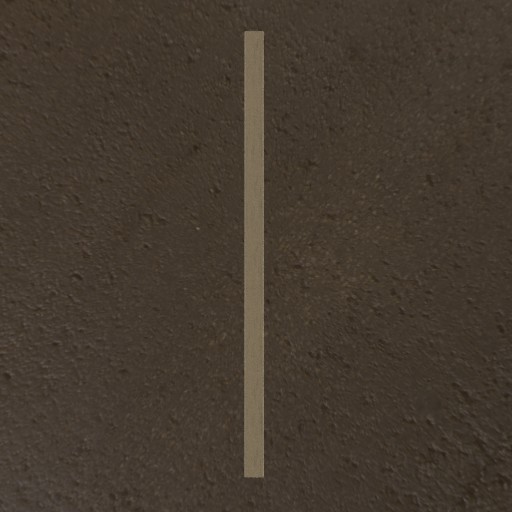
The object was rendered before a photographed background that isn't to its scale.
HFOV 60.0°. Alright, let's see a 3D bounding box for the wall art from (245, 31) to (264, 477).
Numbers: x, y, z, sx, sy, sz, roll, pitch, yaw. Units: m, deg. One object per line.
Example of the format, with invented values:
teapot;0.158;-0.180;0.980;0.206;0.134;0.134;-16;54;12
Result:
wall art;0.000;0.000;1.518;0.045;1.016;1.016;0;89;1
